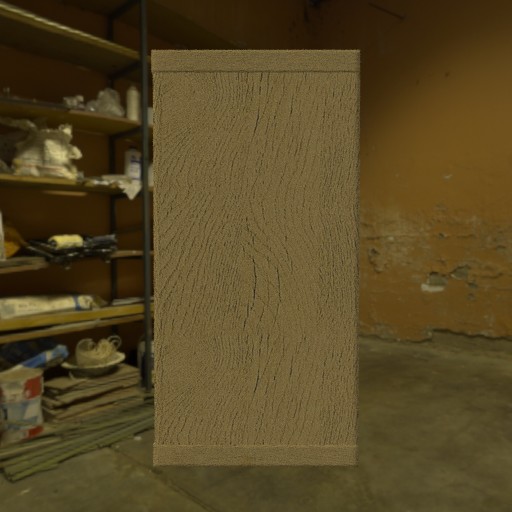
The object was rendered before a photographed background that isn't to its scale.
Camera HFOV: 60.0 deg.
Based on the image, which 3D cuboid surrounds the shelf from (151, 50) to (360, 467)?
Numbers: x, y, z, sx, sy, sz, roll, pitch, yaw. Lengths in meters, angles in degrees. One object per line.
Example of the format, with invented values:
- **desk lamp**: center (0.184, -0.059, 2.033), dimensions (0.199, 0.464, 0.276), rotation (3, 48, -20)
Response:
- **shelf**: center (0.000, 0.000, 1.231), dimensions (0.390, 0.786, 0.790), rotation (0, 1, 0)
